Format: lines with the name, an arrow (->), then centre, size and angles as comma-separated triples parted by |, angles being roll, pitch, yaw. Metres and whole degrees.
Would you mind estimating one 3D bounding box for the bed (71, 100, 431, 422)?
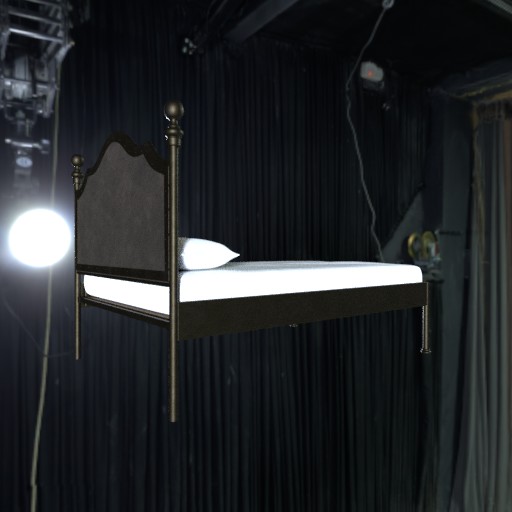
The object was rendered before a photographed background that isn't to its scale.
bed -> 0.000, 0.000, 3.226 | 2.170, 1.462, 1.533 | -1, 1, -38
